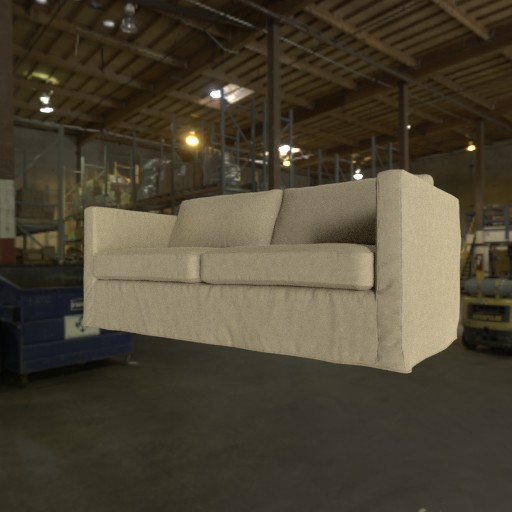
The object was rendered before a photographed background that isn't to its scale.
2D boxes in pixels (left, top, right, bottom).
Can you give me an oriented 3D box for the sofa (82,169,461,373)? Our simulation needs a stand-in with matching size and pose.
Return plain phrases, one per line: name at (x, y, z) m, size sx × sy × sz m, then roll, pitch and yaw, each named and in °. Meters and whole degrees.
sofa at (0.000, 0.000, 2.467) m, size 1.959 × 0.835 × 0.962 m, roll -1°, pitch -1°, yaw 36°
